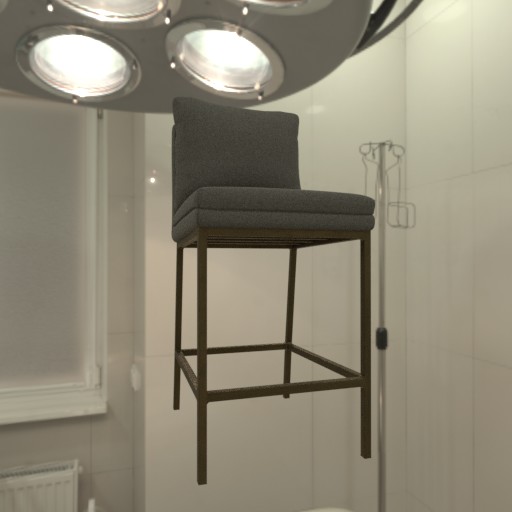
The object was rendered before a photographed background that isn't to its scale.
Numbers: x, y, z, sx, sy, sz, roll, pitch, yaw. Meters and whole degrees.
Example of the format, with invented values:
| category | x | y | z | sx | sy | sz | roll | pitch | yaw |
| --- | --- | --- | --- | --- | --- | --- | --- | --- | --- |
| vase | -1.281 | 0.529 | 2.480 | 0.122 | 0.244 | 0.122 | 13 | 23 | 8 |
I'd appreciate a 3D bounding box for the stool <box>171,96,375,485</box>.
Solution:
| category | x | y | z | sx | sy | sz | roll | pitch | yaw |
| --- | --- | --- | --- | --- | --- | --- | --- | --- | --- |
| stool | 0.000 | 0.000 | 1.318 | 0.463 | 1.030 | 0.569 | 0 | 0 | -18 |
